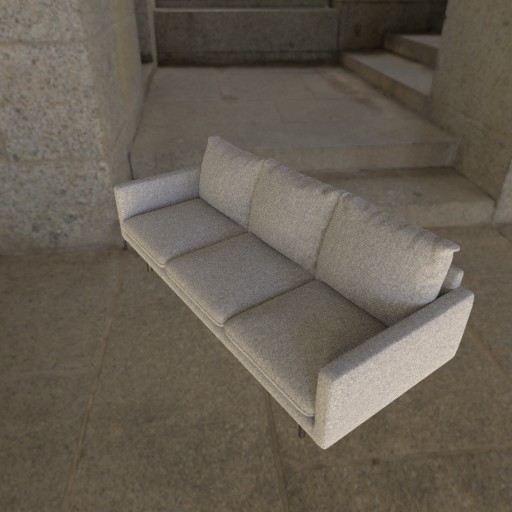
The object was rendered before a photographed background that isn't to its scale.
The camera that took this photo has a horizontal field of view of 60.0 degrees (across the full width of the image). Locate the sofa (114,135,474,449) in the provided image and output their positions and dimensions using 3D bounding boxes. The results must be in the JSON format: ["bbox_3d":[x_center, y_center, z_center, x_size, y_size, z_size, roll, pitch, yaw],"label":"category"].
[{"bbox_3d":[0.000,0.000,2.421,0.850,0.830,2.000,-21,38,-30],"label":"sofa"}]
